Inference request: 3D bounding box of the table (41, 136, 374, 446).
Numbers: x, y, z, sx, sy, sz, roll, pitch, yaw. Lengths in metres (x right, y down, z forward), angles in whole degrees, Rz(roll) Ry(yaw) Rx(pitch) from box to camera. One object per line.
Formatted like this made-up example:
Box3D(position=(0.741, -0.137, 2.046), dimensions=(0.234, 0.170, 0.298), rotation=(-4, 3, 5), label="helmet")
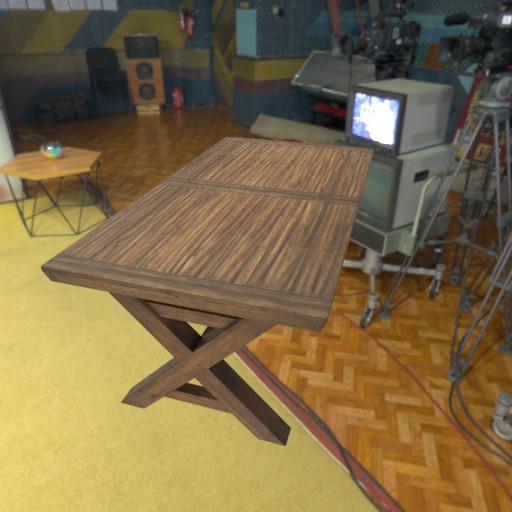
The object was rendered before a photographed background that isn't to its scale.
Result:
Box3D(position=(0.000, 0.000, 2.523), dimensions=(1.071, 0.793, 1.966), rotation=(9, 31, 15), label="table")
